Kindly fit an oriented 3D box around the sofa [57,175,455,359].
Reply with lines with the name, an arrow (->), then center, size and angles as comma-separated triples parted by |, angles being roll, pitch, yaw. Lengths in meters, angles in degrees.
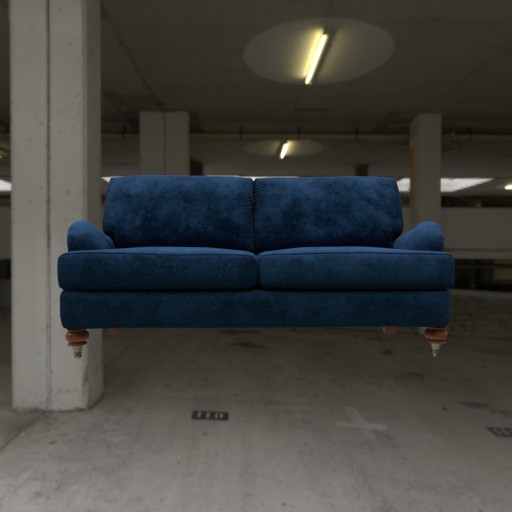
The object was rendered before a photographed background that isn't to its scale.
sofa -> 0.000, 0.000, 2.817 | 2.141, 1.101, 1.084 | 0, 1, -2
